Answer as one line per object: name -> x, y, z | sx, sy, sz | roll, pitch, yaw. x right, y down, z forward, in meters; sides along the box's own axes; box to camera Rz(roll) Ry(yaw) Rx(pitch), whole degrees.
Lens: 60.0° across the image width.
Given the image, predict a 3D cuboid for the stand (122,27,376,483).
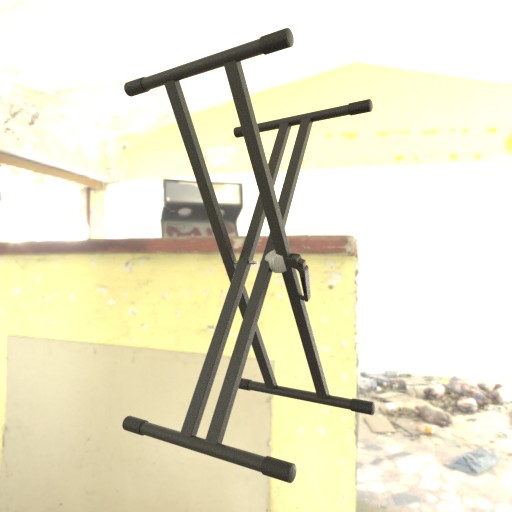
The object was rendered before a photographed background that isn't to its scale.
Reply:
stand -> 0.000, 0.000, 1.206 | 0.495, 0.900, 0.503 | -1, -1, 34
